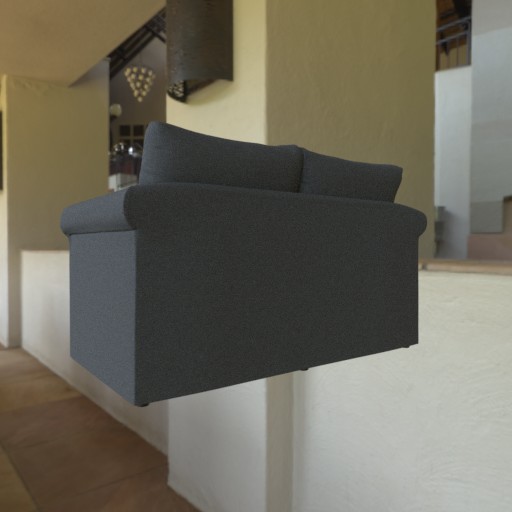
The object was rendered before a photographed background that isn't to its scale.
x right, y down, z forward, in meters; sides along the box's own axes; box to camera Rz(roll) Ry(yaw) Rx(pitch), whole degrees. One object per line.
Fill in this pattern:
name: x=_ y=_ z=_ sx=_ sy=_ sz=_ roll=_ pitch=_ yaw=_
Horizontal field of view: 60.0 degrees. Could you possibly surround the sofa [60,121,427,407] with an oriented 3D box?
sofa: x=0.000 y=0.000 z=1.953 sx=1.460 sy=0.872 sz=0.741 roll=-1 pitch=1 yaw=-36
